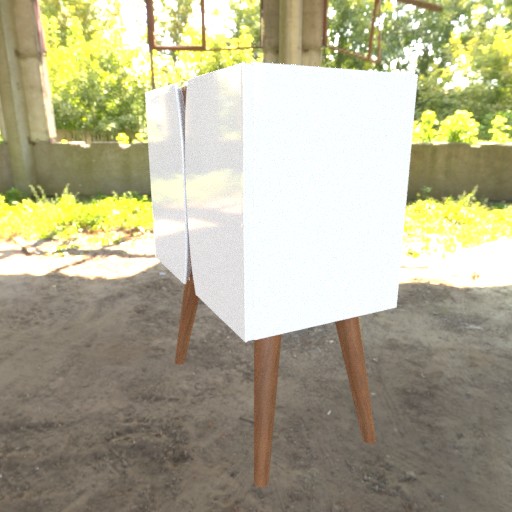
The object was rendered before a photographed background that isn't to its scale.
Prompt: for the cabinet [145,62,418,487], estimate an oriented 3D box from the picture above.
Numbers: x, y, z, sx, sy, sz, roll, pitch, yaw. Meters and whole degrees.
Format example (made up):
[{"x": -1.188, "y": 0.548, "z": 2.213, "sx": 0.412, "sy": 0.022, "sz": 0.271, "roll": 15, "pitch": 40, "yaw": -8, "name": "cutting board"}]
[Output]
[{"x": 0.000, "y": 0.000, "z": 1.066, "sx": 0.344, "sy": 0.772, "sz": 0.591, "roll": -8, "pitch": 18, "yaw": -26, "name": "cabinet"}]
